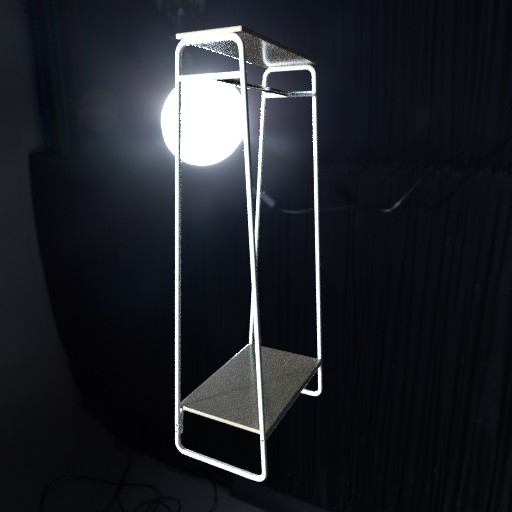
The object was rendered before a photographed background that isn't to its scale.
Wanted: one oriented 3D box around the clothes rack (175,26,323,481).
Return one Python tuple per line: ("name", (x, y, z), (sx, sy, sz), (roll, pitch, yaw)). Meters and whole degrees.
("clothes rack", (0.000, 0.000, 1.759), (0.400, 1.512, 0.640), (7, 16, 26))
